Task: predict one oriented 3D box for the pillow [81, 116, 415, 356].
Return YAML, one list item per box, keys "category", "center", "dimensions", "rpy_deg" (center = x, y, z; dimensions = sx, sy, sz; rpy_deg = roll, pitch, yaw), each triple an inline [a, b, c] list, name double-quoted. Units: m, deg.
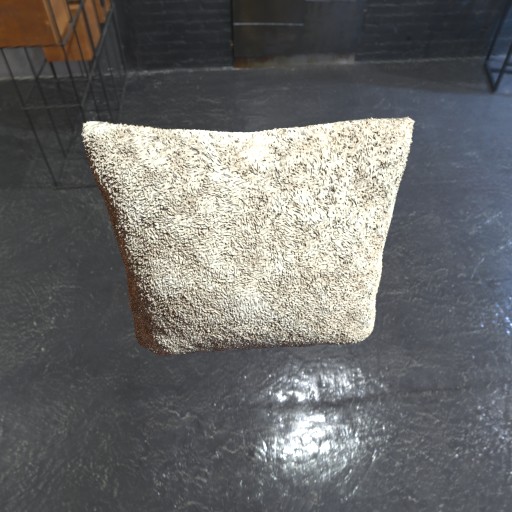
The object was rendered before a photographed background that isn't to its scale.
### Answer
- category: "pillow"
  center: [0.000, 0.000, 0.830]
  dimensions: [0.529, 0.515, 0.218]
  rpy_deg: [-3, 47, -3]
